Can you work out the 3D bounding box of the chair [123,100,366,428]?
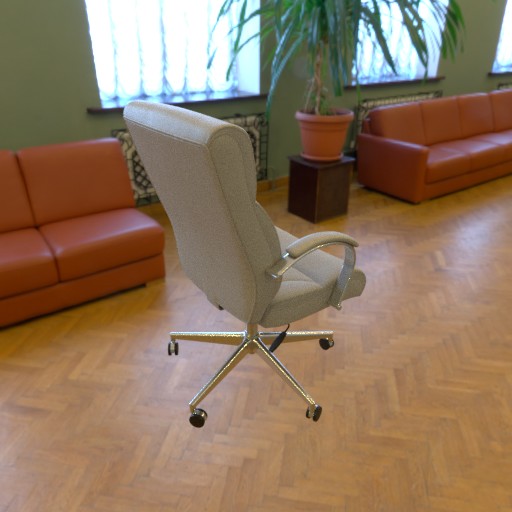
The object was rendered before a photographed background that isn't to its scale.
[{"bbox_3d":[0.000,0.000,1.644,0.745,1.099,0.727,-19,32,-32],"label":"chair"}]
